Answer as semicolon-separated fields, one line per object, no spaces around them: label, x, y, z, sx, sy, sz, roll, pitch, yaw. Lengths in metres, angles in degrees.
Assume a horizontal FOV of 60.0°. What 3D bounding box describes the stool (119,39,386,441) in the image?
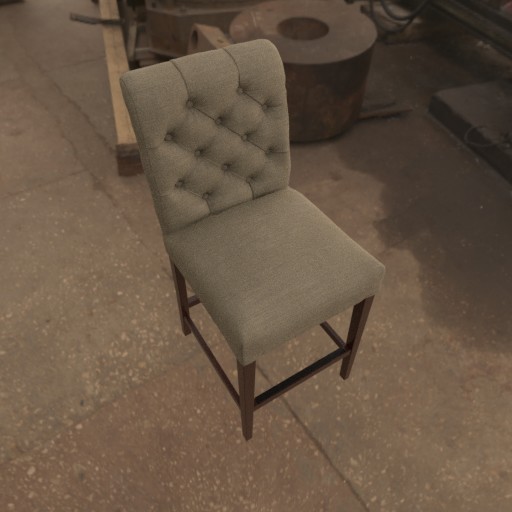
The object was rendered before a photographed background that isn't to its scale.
stool;0.000;0.000;1.432;0.486;1.084;0.660;-24;52;-21
